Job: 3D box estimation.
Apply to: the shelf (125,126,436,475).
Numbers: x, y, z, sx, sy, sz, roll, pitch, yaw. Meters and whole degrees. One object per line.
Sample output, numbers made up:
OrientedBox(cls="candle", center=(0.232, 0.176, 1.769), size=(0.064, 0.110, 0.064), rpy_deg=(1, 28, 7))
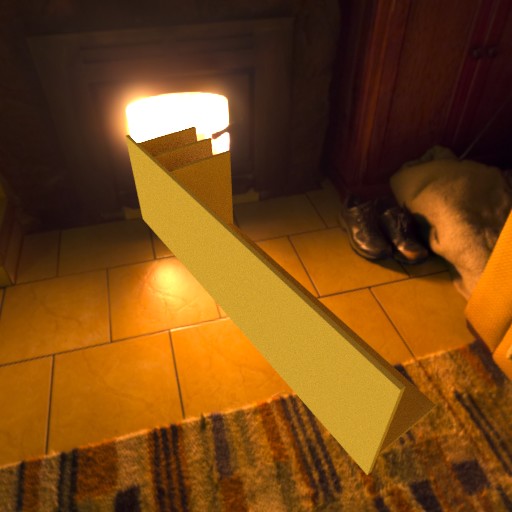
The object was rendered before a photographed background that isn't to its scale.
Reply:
OrientedBox(cls="shelf", center=(0.000, 0.000, 1.115), size=(0.200, 0.300, 1.020), rpy_deg=(-25, 47, -26))
